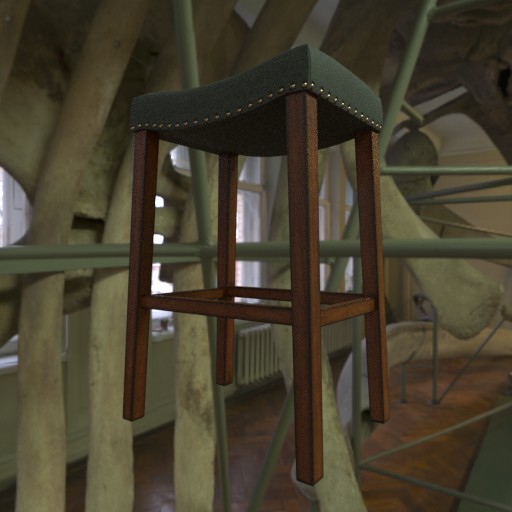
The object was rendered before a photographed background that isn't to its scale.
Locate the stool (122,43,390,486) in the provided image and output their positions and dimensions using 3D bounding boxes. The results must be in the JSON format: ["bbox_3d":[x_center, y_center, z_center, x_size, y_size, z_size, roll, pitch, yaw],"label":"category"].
[{"bbox_3d":[0.000,0.000,1.025,0.502,0.760,0.366,1,1,36],"label":"stool"}]
